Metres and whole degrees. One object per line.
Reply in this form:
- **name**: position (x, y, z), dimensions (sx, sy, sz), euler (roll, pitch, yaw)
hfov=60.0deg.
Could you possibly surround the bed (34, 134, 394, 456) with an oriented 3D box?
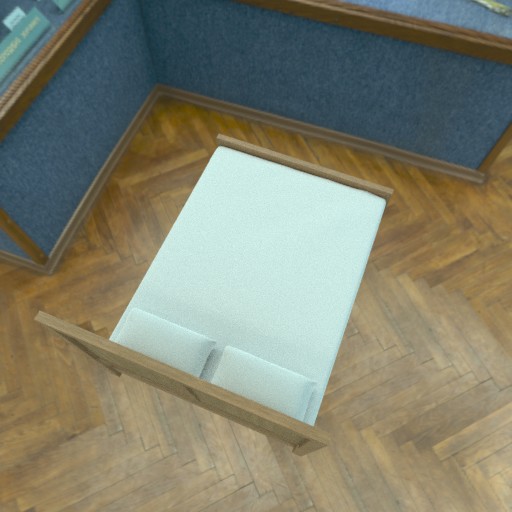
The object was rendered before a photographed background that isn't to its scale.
- **bed**: position (0.000, 0.000, 3.240), dimensions (1.606, 1.387, 2.184), euler (20, 65, 10)
